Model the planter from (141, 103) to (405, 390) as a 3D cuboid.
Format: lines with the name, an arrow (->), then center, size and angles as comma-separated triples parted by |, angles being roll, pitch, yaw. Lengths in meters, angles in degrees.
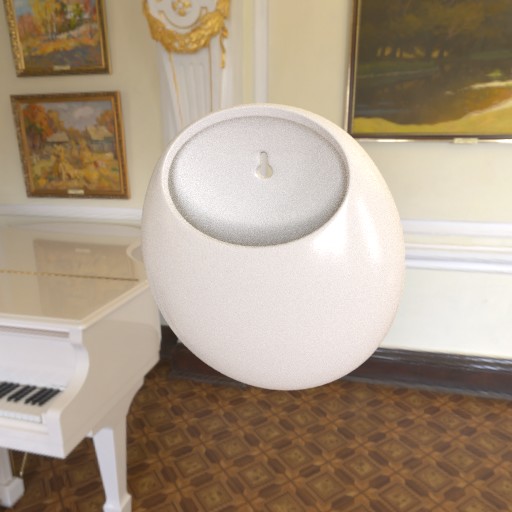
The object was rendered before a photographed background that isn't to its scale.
planter -> 0.000, 0.000, 0.287 | 0.185, 0.188, 0.043 | 7, 16, 25
